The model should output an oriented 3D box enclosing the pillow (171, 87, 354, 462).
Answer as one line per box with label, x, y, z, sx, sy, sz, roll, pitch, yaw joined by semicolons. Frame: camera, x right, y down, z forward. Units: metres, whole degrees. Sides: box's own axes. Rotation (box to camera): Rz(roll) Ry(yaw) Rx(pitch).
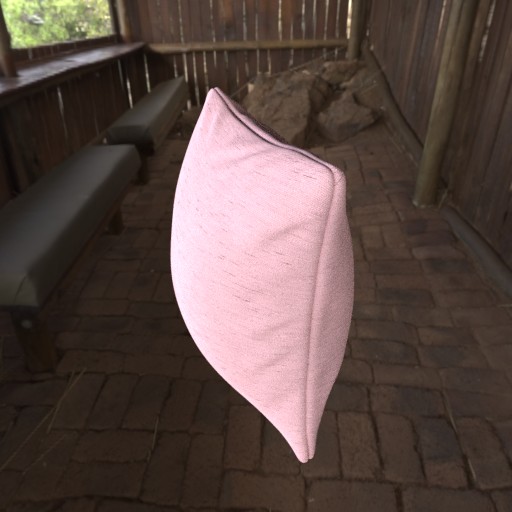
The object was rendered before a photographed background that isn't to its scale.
pillow;0.000;0.000;0.666;0.246;0.415;0.432;-10;32;-17
